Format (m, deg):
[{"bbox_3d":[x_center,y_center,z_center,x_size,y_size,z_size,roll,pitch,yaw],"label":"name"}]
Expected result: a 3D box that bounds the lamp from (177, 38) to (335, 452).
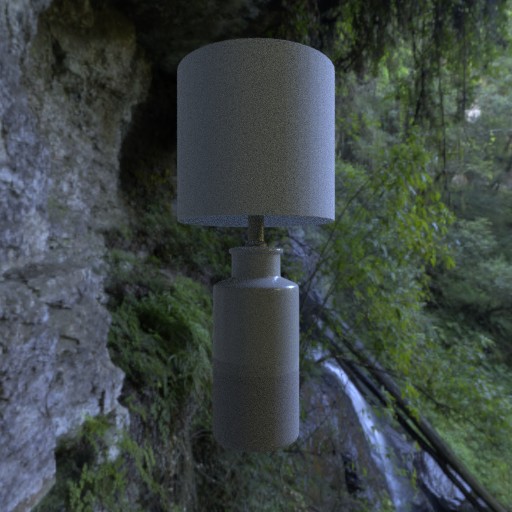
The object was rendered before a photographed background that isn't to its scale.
[{"bbox_3d":[0.000,0.000,0.606,0.212,0.493,0.212,0,0,-1],"label":"lamp"}]
